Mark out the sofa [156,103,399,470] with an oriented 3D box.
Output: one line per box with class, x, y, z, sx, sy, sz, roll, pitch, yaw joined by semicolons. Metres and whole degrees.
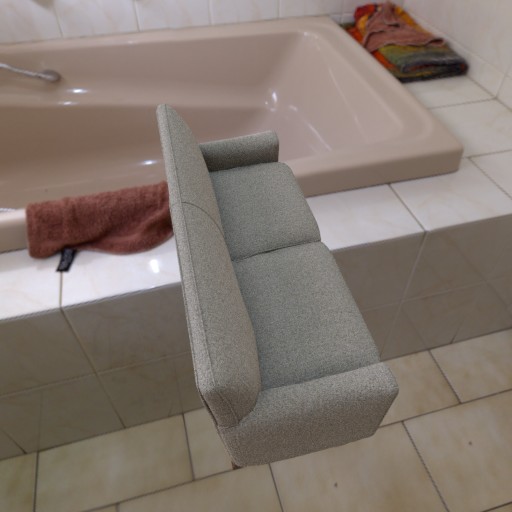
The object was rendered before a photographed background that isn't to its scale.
sofa;0.000;0.000;2.518;0.854;0.942;2.026;-9;47;-9
